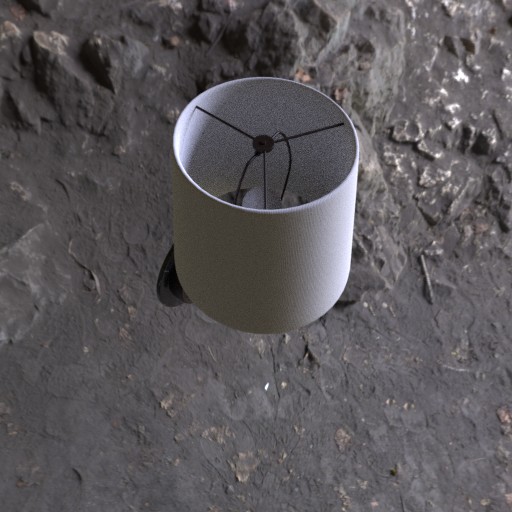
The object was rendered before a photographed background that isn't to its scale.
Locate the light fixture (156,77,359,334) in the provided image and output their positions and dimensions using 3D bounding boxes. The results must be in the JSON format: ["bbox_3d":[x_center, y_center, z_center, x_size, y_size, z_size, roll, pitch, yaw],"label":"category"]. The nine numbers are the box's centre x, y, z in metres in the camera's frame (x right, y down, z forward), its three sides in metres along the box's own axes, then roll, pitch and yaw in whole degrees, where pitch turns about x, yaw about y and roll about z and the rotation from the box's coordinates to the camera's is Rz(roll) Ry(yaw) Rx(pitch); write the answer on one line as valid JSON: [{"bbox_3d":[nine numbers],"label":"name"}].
[{"bbox_3d":[0.000,0.000,0.450,0.188,0.337,0.168,32,65,17],"label":"light fixture"}]
